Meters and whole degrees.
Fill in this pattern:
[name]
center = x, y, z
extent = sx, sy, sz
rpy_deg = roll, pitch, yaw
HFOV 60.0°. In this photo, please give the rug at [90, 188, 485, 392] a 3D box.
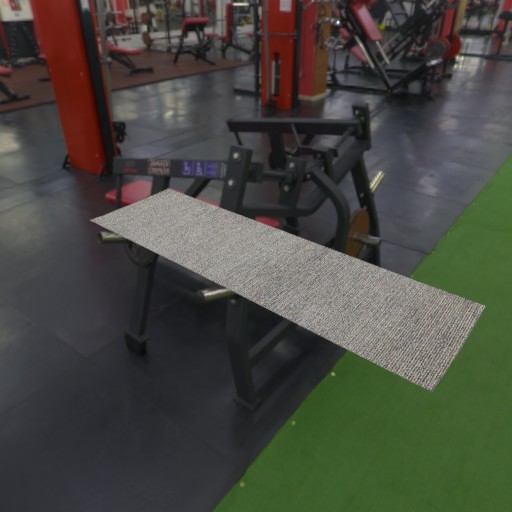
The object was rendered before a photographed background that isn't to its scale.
[rug]
center = 0.000, 0.000, 2.561
extent = 2.335, 0.013, 0.697
rpy_deg = 23, 38, 33
